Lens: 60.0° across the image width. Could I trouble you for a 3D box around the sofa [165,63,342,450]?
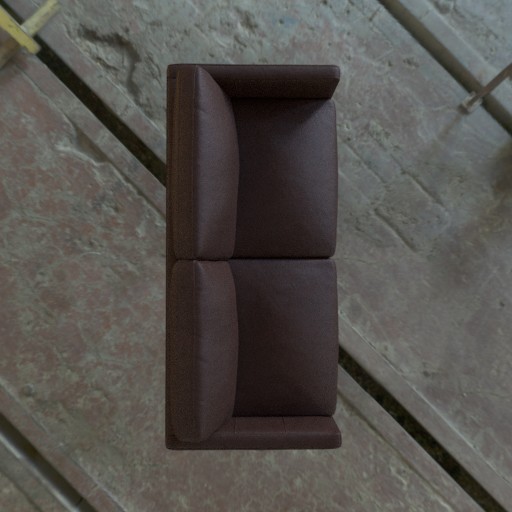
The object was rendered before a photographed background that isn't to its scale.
[{"bbox_3d":[0.000,0.000,2.480,0.923,0.863,1.971,0,89,-1],"label":"sofa"}]
